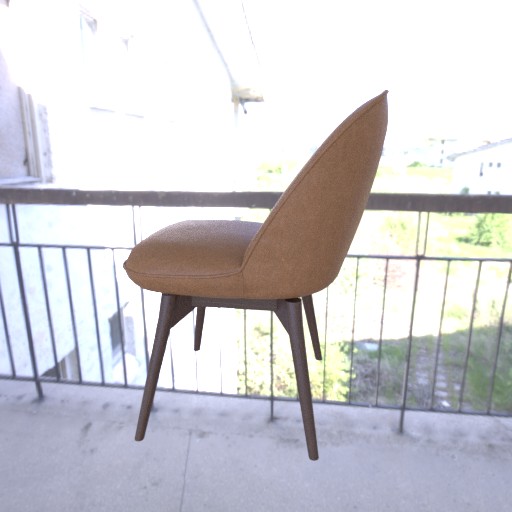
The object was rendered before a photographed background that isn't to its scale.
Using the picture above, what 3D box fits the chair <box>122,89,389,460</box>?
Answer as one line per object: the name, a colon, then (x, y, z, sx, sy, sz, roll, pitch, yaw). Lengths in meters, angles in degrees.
chair: (0.000, 0.000, 1.199, 0.631, 0.831, 0.521, 2, 14, 9)
